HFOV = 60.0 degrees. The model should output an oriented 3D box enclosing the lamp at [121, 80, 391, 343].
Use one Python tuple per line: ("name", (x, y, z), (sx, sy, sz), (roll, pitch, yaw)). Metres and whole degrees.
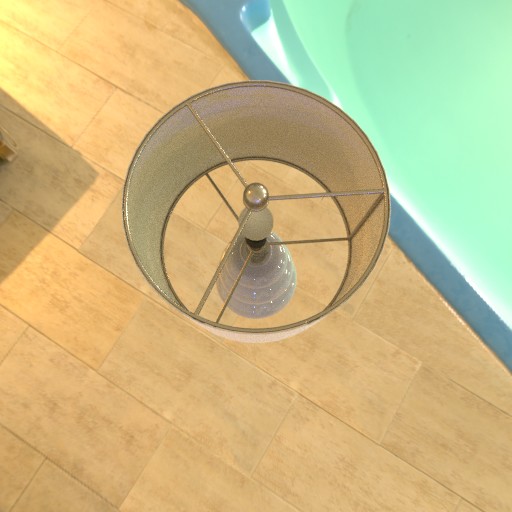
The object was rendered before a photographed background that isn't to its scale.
("lamp", (0.000, 0.000, 0.932), (0.367, 0.730, 0.367), (37, 79, 8))
